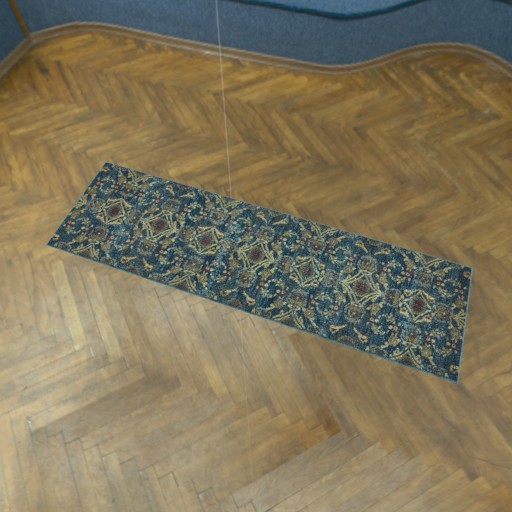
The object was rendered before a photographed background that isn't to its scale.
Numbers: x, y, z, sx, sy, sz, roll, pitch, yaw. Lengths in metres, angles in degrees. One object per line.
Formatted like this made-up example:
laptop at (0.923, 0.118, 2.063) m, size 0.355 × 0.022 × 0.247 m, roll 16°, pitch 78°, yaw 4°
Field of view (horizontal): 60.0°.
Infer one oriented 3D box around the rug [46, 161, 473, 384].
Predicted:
rug at (0.000, 0.000, 2.475) m, size 2.292 × 0.014 × 0.685 m, roll 17°, pitch 60°, yaw 10°
